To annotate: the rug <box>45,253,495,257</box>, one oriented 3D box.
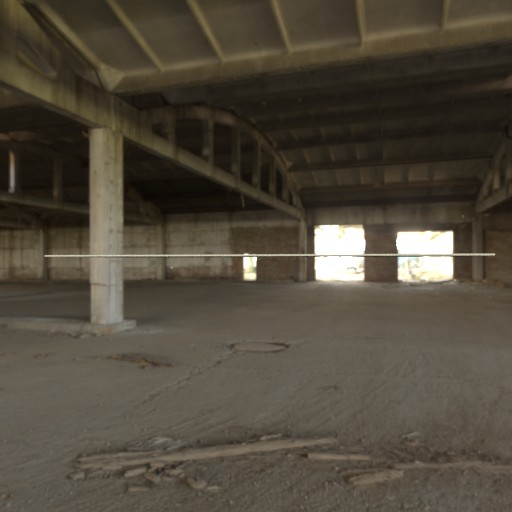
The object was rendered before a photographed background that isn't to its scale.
[{"bbox_3d":[0.000,0.000,2.667,2.435,0.009,0.750,0,-1,17],"label":"rug"}]
